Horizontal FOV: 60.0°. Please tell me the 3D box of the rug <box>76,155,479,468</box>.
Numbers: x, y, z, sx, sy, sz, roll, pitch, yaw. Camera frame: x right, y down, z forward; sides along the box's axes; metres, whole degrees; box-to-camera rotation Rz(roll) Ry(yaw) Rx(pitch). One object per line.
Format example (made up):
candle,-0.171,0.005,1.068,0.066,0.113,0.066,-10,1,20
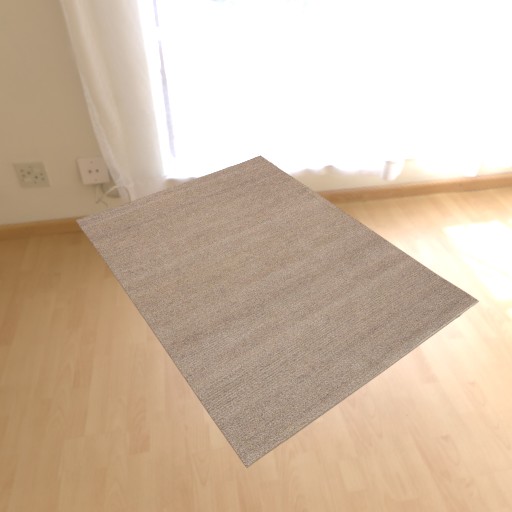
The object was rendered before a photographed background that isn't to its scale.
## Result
rug,0.000,0.000,4.304,2.467,0.046,3.245,-25,47,-26
